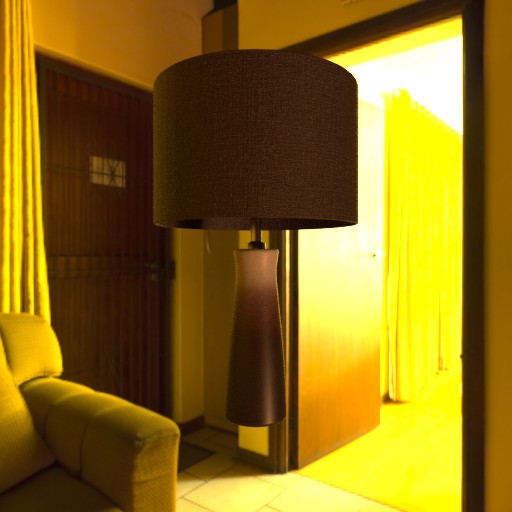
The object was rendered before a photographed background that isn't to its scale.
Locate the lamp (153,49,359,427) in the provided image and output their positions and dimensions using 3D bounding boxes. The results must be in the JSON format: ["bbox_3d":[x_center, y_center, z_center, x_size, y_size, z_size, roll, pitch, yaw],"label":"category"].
[{"bbox_3d":[0.000,0.000,0.672,0.303,0.488,0.303,0,0,0],"label":"lamp"}]
